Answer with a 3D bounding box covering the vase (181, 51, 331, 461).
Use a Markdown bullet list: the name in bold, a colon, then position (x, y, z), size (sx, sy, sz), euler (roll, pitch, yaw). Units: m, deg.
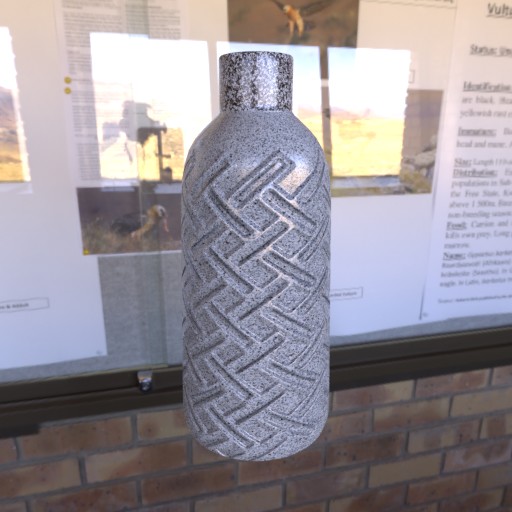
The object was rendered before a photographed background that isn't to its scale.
- **vase**: position (0.000, 0.000, 0.341), size (0.122, 0.282, 0.122), euler (0, 16, 0)
